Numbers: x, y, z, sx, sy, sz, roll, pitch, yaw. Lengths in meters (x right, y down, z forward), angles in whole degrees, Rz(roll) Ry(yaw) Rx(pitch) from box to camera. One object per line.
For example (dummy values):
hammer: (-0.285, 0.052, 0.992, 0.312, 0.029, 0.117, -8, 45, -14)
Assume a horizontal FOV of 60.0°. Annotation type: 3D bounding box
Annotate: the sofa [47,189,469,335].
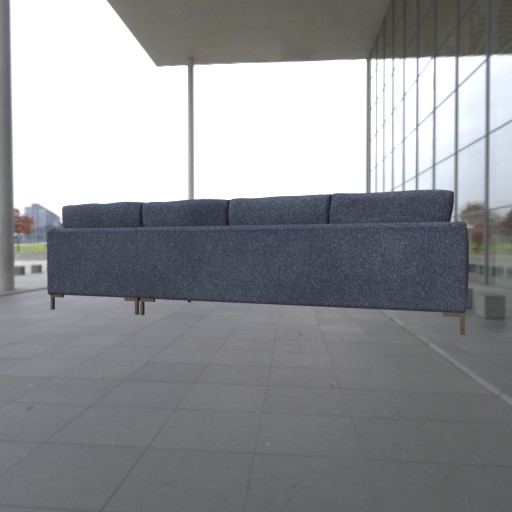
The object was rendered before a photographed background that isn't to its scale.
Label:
sofa: (0.000, 0.000, 3.479, 2.932, 0.810, 1.350, 0, 1, 20)
